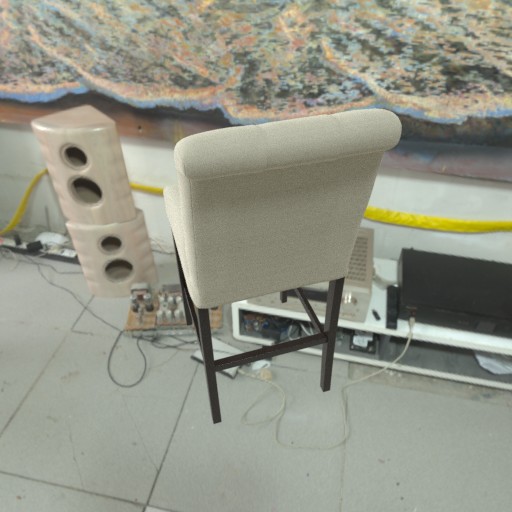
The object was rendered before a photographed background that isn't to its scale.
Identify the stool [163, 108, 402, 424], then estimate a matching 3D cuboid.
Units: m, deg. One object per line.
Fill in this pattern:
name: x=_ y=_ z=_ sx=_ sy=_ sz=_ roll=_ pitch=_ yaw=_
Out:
stool: x=0.000 y=0.000 z=1.421 sx=0.482 sy=1.118 sz=0.610 roll=-12 pitch=42 yaw=-13
